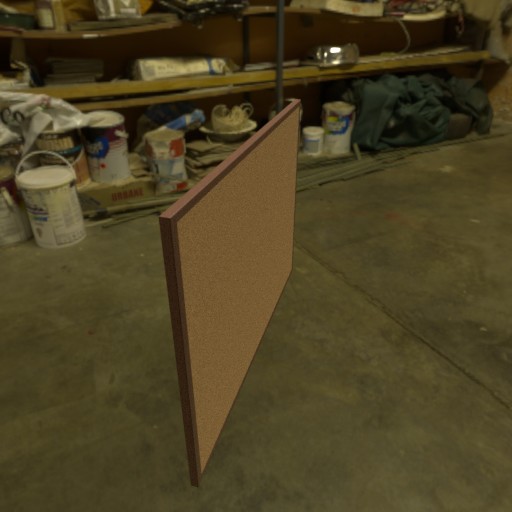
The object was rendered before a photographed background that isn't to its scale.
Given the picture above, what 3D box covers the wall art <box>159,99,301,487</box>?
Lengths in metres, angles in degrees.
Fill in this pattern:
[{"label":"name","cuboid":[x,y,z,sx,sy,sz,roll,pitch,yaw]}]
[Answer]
[{"label":"wall art","cuboid":[0.000,0.000,0.843,0.014,0.455,0.660,9,31,14]}]
